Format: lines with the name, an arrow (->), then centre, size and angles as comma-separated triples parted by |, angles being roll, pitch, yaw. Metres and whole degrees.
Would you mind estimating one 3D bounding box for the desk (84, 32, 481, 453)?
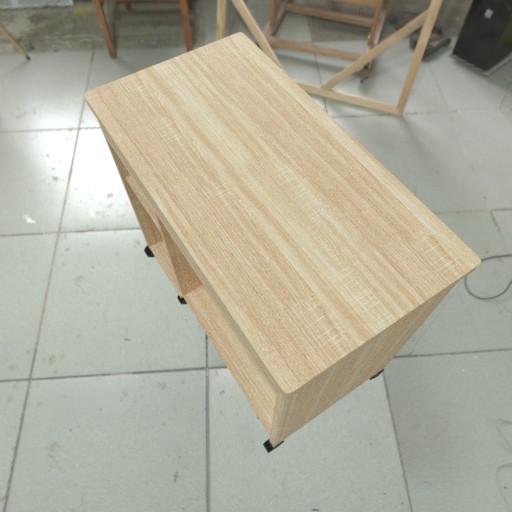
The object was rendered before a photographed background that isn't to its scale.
desk -> 0.000, 0.000, 1.313 | 0.480, 0.770, 0.884 | -29, 64, -16
